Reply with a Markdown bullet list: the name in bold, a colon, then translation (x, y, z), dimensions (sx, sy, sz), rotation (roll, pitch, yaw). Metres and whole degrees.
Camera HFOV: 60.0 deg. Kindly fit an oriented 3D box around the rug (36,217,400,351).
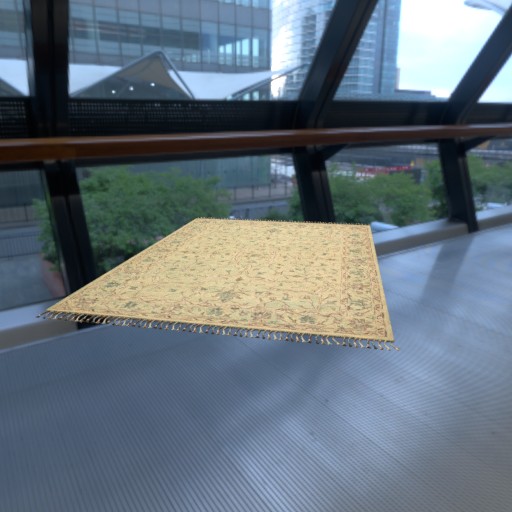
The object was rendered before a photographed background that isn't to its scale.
- **rug**: translation (0.000, 0.000, 2.283), dimensions (1.247, 0.008, 1.802), rotation (3, 17, 11)
